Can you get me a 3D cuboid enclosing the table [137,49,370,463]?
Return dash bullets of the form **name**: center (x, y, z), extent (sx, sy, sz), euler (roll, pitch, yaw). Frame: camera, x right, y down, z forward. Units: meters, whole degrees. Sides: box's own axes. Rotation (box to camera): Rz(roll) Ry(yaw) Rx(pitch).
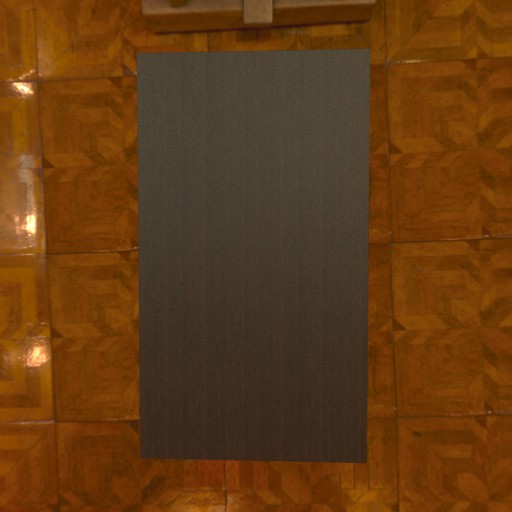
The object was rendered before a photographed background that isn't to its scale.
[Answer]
- **table**: center (0.000, 0.000, 1.363), extent (0.590, 0.460, 1.050), euler (0, 92, 2)
